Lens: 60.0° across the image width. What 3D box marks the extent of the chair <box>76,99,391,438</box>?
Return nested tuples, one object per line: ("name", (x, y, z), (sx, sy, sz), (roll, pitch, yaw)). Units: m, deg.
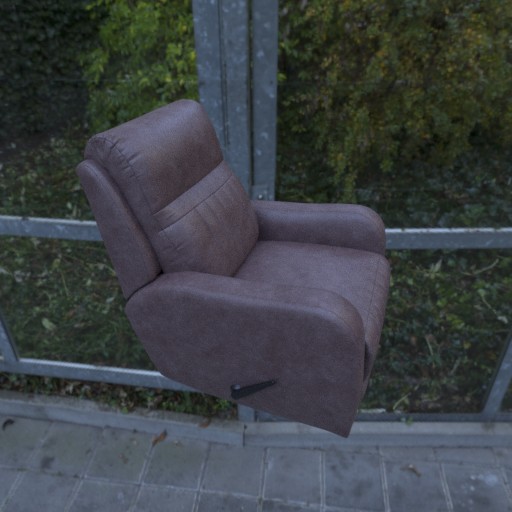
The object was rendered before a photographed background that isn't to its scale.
("chair", (0.000, 0.000, 1.801), (1.067, 1.067, 0.865), (11, 33, 17))
